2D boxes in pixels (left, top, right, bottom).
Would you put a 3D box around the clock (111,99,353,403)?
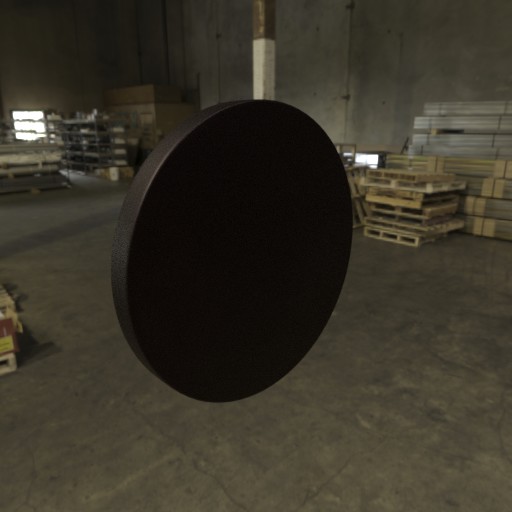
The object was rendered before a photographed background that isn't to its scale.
[{"bbox_3d":[0.000,0.000,0.471,0.314,0.314,0.029,-15,22,-41],"label":"clock"}]
